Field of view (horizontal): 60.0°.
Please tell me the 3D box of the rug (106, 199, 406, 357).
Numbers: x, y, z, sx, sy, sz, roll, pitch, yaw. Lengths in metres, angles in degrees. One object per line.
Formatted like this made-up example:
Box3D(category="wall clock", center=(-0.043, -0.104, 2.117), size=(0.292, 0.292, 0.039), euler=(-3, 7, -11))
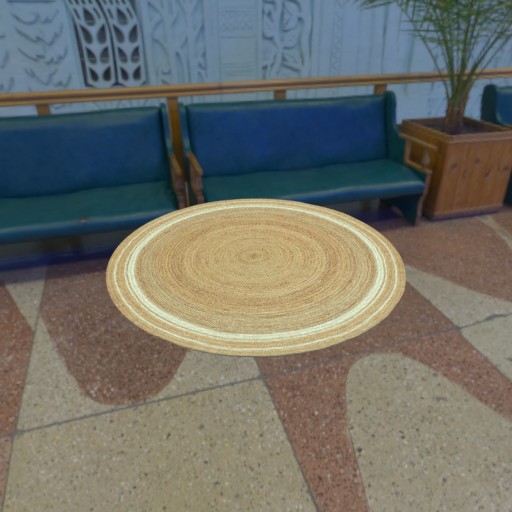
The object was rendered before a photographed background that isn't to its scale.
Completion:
Box3D(category="rug", center=(0.000, 0.000, 3.765), size=(2.444, 0.015, 2.444), euler=(0, 30, 0))
